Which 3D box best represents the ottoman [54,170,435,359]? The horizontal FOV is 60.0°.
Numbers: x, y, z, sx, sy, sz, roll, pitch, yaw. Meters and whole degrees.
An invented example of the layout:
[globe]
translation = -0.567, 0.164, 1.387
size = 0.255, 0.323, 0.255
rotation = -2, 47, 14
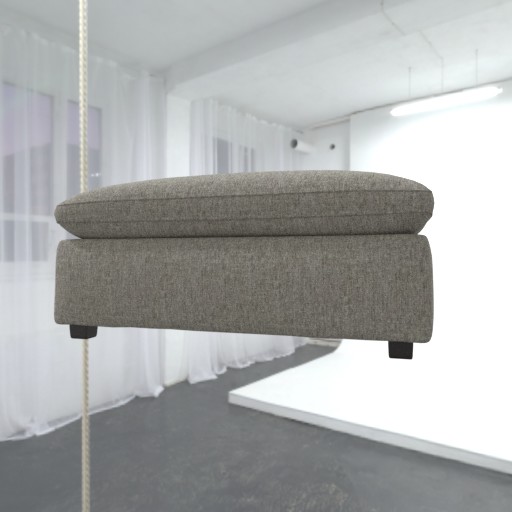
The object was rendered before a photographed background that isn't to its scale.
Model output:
[ottoman]
translation = 0.000, 0.000, 1.359
size = 0.977, 0.451, 0.694
rotation = 0, 0, 17
